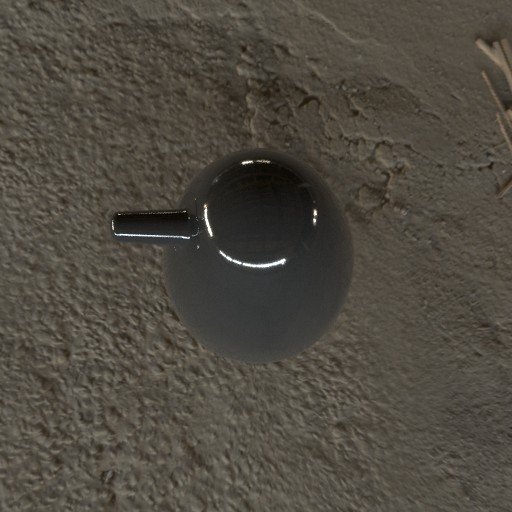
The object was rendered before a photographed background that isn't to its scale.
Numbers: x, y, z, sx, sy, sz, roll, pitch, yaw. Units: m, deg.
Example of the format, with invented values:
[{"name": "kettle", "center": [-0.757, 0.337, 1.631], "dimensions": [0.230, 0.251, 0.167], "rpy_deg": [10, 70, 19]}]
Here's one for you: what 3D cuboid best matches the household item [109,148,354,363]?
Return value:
[{"name": "household item", "center": [0.000, 0.000, 0.218], "dimensions": [0.104, 0.152, 0.102], "rpy_deg": [-6, 76, -2]}]
